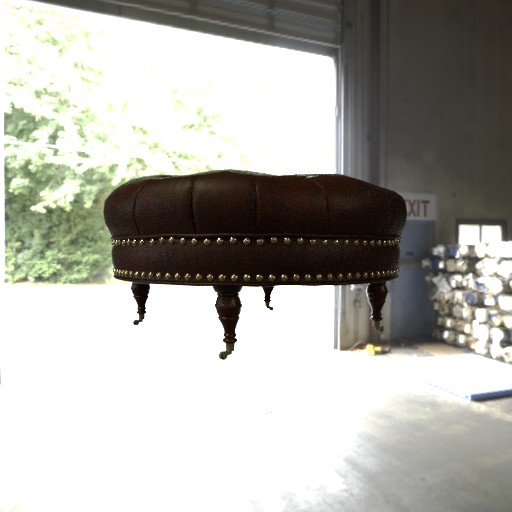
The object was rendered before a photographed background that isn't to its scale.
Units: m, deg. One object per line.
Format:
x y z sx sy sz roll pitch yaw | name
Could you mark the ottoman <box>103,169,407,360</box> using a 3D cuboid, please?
0.000 0.000 1.380 0.901 0.455 0.901 0 1 0 | ottoman
